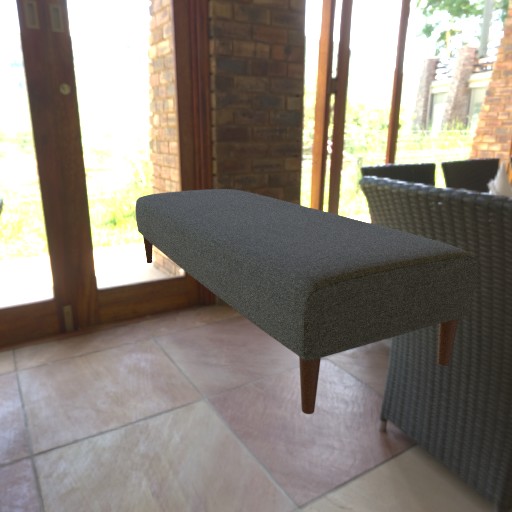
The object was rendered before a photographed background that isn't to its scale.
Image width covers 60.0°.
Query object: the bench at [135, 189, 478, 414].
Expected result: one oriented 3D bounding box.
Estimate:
[{"bbox_3d":[0.000,0.000,1.838,0.631,0.384,1.598,-8,18,-27],"label":"bench"}]
